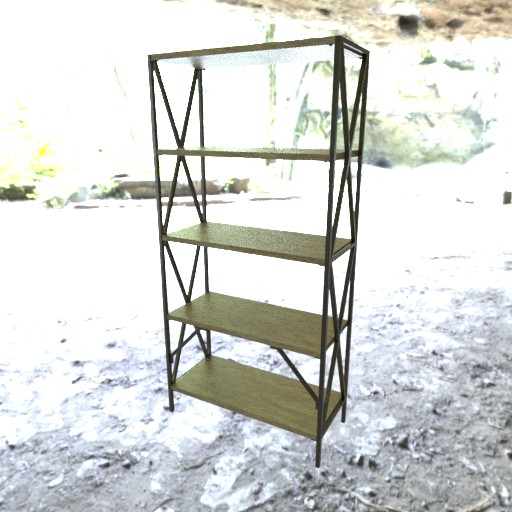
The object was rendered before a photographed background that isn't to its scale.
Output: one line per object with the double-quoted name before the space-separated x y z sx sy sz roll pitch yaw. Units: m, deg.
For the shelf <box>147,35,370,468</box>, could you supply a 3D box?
"shelf" 0.000 0.000 2.141 0.874 1.803 0.386 9 19 28
